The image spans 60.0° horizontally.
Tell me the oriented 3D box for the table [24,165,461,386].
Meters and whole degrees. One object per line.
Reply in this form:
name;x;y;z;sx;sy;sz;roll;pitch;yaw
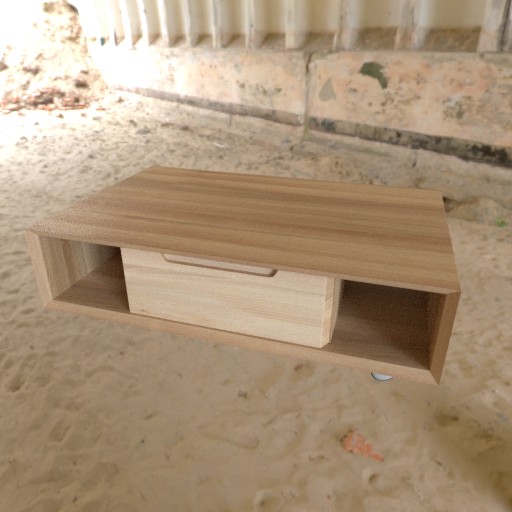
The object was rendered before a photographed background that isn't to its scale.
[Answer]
table;0.000;0.000;1.427;1.100;0.330;0.700;8;27;15
